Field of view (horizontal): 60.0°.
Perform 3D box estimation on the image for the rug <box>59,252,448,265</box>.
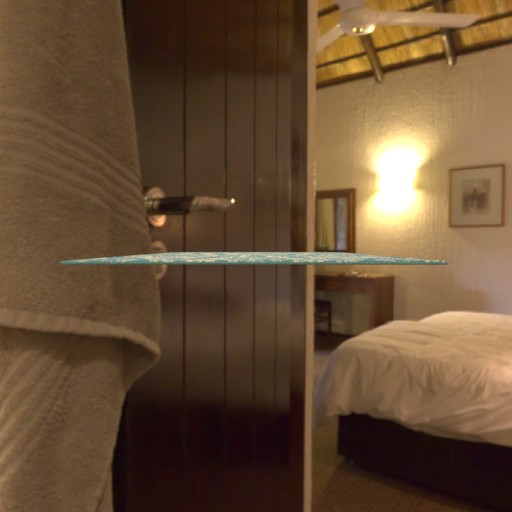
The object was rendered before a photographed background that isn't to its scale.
[{"bbox_3d":[0.000,0.000,2.292,1.211,0.012,1.833,0,1,1],"label":"rug"}]
